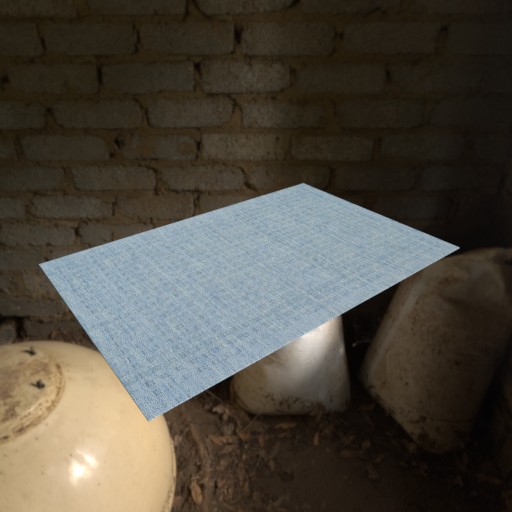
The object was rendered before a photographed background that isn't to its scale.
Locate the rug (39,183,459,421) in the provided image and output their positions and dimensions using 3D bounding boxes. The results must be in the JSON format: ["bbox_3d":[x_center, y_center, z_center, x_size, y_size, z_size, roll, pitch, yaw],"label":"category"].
[{"bbox_3d":[0.000,0.000,2.888,2.286,0.006,1.522,-22,37,-32],"label":"rug"}]
